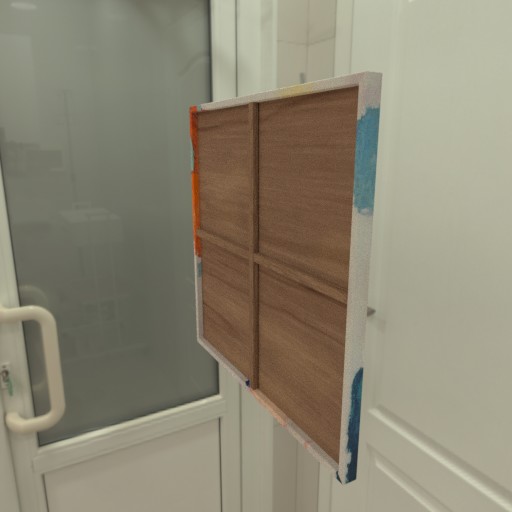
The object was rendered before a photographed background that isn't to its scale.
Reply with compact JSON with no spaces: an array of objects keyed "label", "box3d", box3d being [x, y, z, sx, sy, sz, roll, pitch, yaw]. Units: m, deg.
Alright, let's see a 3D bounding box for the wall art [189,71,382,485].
[{"label":"wall art","box3d":[0.000,0.000,1.185,0.037,0.814,0.814,-8,16,-28]}]
